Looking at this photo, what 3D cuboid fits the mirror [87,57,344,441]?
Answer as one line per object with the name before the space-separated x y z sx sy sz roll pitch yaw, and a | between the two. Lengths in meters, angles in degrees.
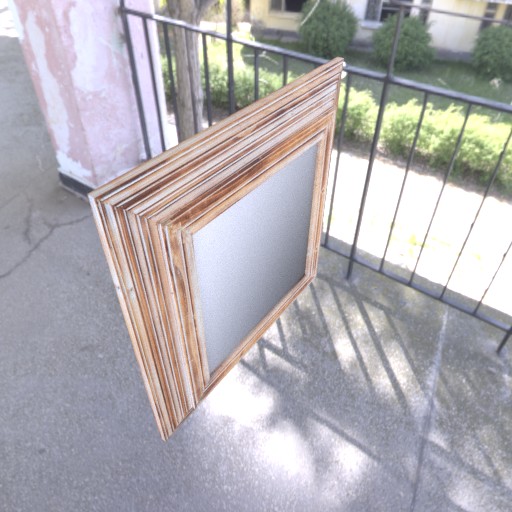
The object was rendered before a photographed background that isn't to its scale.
mirror | 0.000 0.000 1.186 0.061 0.804 0.804 26 48 26
